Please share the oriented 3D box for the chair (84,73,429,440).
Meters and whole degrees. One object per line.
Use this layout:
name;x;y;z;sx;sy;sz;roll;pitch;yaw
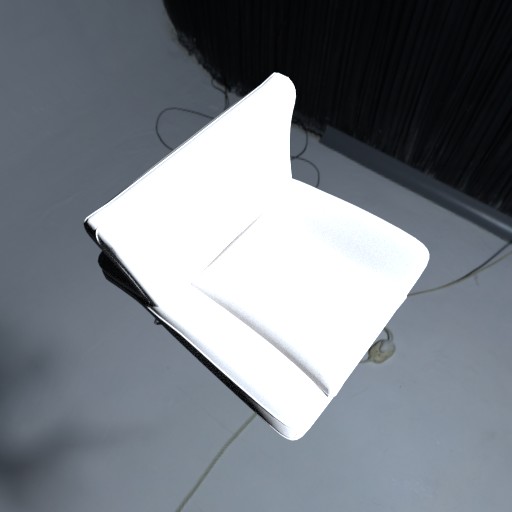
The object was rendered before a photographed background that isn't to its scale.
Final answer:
chair;0.000;0.000;1.611;1.008;0.855;0.859;35;64;20
